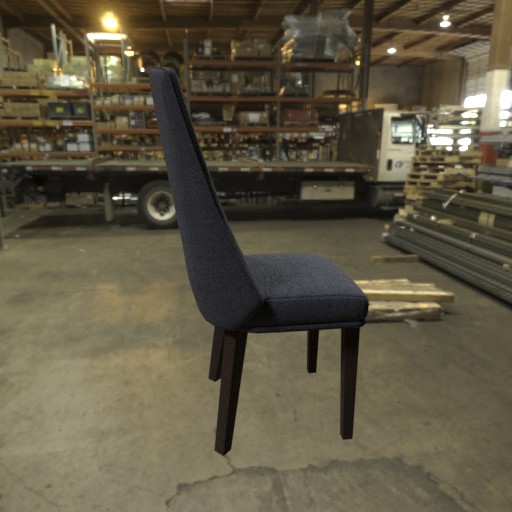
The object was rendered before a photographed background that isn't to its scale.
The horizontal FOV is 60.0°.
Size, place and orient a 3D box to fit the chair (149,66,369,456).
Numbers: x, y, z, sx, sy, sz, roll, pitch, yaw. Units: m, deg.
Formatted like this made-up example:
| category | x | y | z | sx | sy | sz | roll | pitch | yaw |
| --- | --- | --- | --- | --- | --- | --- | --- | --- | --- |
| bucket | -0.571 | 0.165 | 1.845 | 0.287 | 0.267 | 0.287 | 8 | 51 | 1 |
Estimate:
| category | x | y | z | sx | sy | sz | roll | pitch | yaw |
| --- | --- | --- | --- | --- | --- | --- | --- | --- | --- |
| chair | 0.000 | 0.000 | 1.360 | 0.577 | 1.050 | 0.510 | -2 | 15 | -8 |
